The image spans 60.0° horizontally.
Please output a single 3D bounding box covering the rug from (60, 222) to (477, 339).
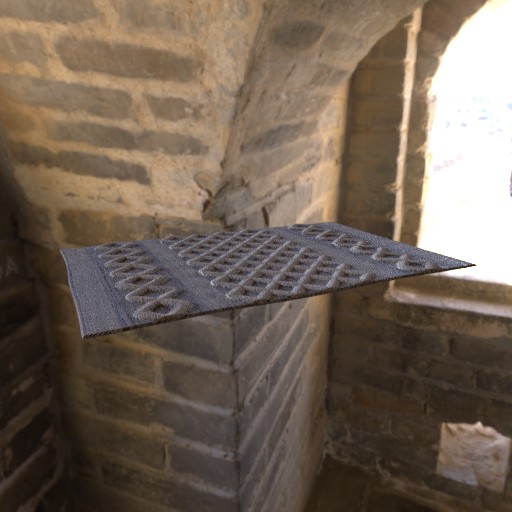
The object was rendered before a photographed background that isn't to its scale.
[{"bbox_3d":[0.000,0.000,2.315,1.823,0.030,1.222,-8,17,-25],"label":"rug"}]
